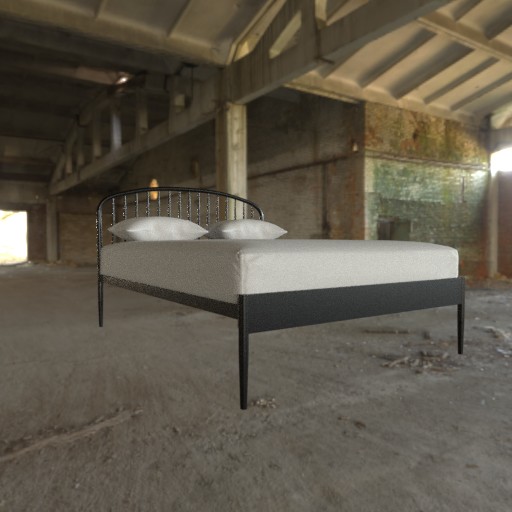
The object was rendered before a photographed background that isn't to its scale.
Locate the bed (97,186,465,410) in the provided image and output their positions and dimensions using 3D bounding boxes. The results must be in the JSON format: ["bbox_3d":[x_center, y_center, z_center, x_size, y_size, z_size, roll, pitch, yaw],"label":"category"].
[{"bbox_3d":[0.000,0.000,3.114,1.618,1.166,2.159,-1,2,-34],"label":"bed"}]
